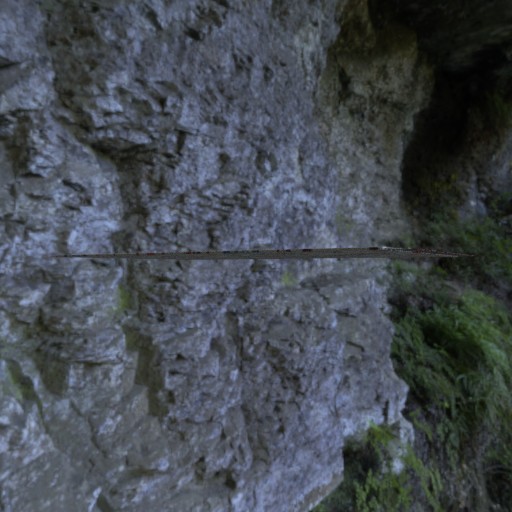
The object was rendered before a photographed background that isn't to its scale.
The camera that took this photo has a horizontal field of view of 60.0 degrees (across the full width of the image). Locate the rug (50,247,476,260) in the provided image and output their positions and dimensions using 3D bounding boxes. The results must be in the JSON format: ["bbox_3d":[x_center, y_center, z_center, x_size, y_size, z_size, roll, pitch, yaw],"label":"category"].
[{"bbox_3d":[0.000,0.000,2.419,1.997,0.010,1.218,-1,-2,35],"label":"rug"}]
